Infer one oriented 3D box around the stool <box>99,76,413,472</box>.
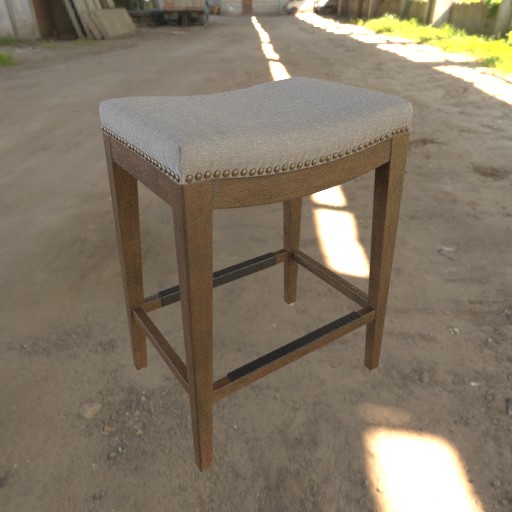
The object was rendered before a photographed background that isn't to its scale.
[{"bbox_3d":[0.000,0.000,0.957,0.508,0.660,0.356,-19,36,-29],"label":"stool"}]
